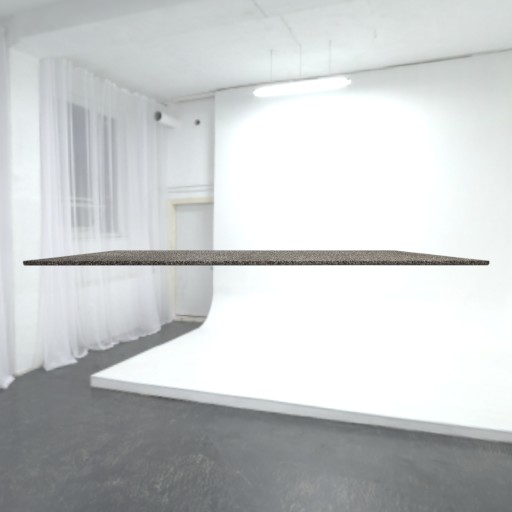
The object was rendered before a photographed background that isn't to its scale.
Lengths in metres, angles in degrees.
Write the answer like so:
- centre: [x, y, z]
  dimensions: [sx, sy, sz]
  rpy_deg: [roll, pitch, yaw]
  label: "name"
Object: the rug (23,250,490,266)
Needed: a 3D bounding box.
- centre: [0.000, 0.000, 2.973]
  dimensions: [2.352, 0.025, 1.501]
  rpy_deg: [0, 3, 0]
  label: "rug"
